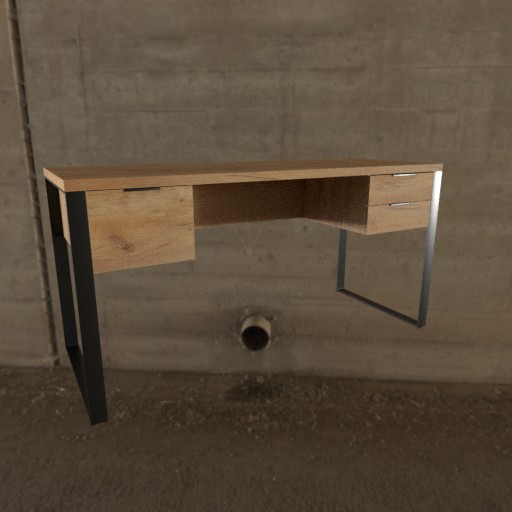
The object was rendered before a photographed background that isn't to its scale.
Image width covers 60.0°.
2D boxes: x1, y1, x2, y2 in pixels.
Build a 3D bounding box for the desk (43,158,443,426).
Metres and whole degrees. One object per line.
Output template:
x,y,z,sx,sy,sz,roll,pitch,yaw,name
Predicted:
0.000,0.000,1.895,1.520,0.760,0.600,-8,17,-28,desk
